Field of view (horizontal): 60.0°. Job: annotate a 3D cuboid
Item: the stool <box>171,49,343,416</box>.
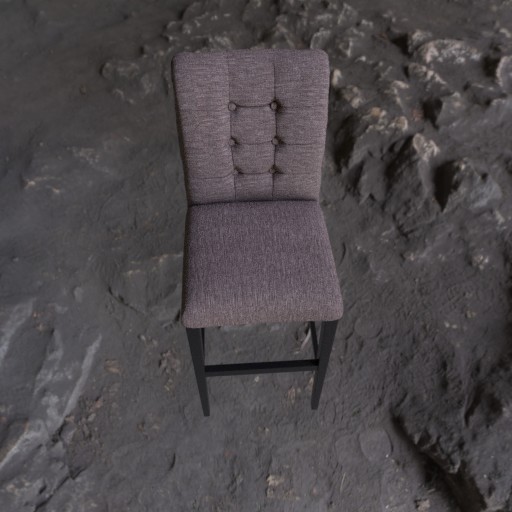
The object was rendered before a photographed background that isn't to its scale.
[{"bbox_3d":[0.000,0.000,1.472,0.452,1.131,0.613,-3,47,-3],"label":"stool"}]
